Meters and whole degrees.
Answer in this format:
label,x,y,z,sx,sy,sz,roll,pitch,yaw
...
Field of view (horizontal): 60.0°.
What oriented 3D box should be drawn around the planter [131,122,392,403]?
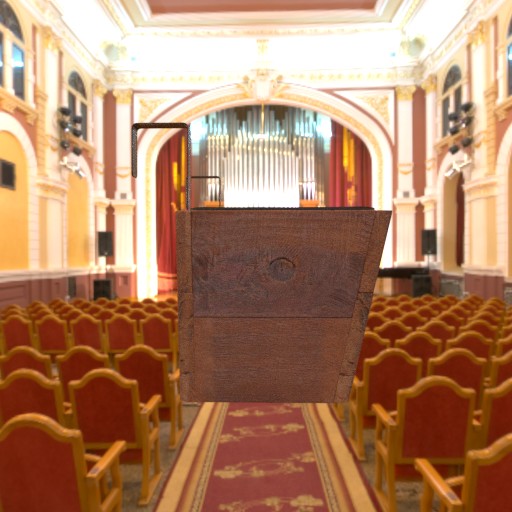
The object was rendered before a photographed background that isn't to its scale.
label,x,y,z,sx,sy,sz,roll,pitch,yaw
planter,0.000,0.000,0.647,0.262,0.289,0.480,0,0,1
